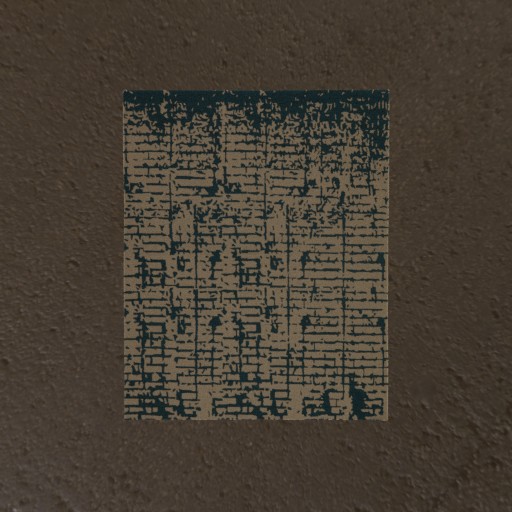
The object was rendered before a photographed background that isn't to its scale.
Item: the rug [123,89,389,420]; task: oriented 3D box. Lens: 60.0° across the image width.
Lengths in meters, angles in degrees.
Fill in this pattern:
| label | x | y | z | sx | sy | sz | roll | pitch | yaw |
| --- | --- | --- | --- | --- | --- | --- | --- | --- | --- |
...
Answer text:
| label | x | y | z | sx | sy | sz | roll | pitch | yaw |
| --- | --- | --- | --- | --- | --- | --- | --- | --- | --- |
| rug | 0.000 | 0.000 | 4.047 | 2.416 | 0.014 | 3.017 | 0 | 91 | 0 |
